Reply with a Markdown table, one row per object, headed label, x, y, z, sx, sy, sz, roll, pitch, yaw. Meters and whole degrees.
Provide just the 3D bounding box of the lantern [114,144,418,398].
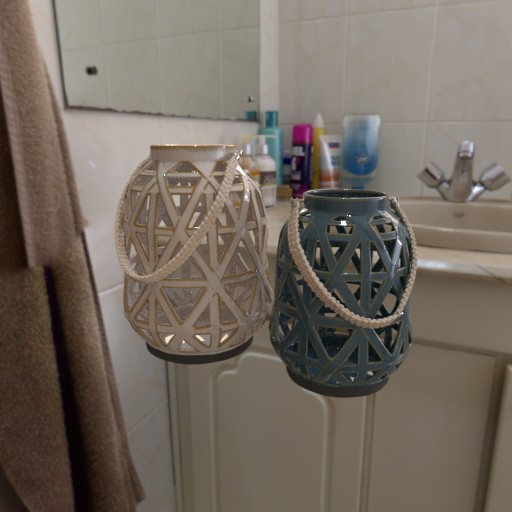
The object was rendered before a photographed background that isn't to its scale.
| label | x | y | z | sx | sy | sz | roll | pitch | yaw |
| --- | --- | --- | --- | --- | --- | --- | --- | --- | --- |
| lantern | 0.000 | 0.000 | 0.632 | 0.439 | 0.307 | 0.245 | 7 | 16 | 25 |
